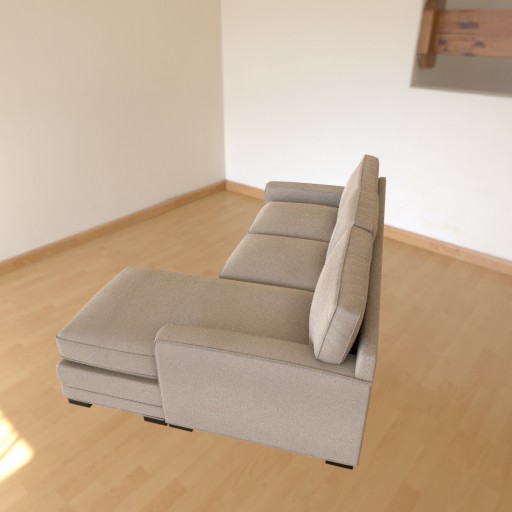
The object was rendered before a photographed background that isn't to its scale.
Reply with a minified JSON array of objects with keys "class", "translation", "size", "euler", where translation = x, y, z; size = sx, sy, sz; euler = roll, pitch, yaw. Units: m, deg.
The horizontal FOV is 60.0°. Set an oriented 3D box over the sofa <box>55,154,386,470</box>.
[{"class":"sofa","translation":[0.000,0.000,2.792],"size":[1.496,0.861,2.087],"euler":[8,30,13]}]
